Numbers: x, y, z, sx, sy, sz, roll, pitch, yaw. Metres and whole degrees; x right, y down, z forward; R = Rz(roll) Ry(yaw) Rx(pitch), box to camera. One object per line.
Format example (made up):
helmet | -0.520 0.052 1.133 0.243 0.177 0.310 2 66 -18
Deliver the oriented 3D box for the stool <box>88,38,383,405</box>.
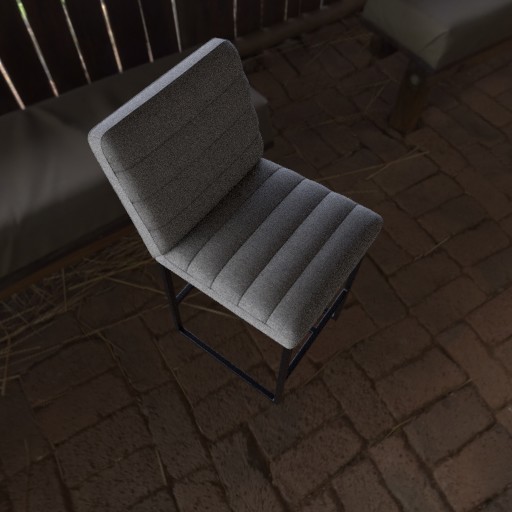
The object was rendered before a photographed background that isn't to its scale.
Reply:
stool | 0.000 0.000 1.366 0.571 1.034 0.459 32 64 18
